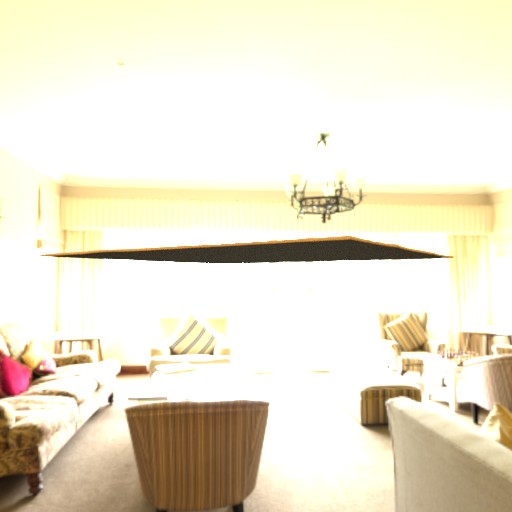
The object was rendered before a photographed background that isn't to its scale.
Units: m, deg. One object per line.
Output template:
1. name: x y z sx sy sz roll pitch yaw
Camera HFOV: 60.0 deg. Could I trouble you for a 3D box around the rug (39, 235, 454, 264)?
1. rug: 0.000 0.000 0.895 0.639 0.006 0.548 -2 -4 35
